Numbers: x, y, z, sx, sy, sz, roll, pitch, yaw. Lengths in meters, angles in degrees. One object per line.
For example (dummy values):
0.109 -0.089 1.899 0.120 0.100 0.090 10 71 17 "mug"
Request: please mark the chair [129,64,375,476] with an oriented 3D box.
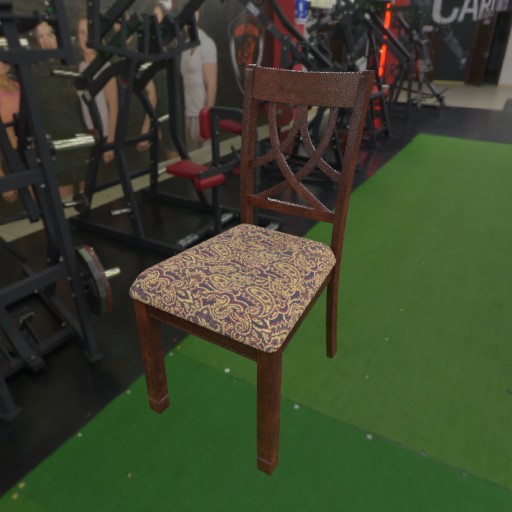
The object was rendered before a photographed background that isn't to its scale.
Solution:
0.000 0.000 1.273 0.457 0.965 0.584 16 32 28 "chair"
